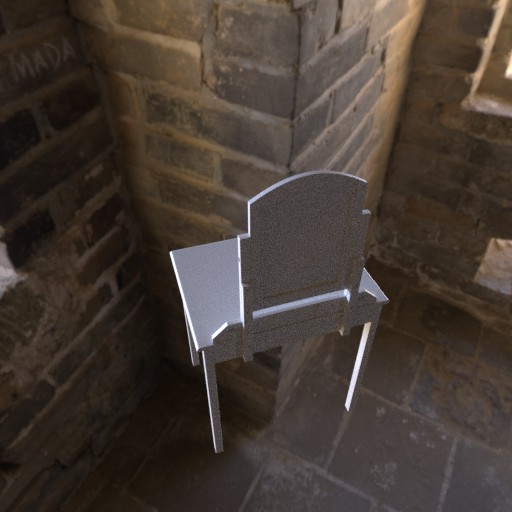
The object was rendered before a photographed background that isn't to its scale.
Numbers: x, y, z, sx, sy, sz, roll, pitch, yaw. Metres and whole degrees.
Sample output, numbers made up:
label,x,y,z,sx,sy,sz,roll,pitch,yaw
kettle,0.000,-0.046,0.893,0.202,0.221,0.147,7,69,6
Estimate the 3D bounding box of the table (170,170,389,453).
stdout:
label,x,y,z,sx,sy,sz,roll,pitch,yaw
table,0.000,0.000,2.354,0.876,1.631,1.211,-12,42,-14
